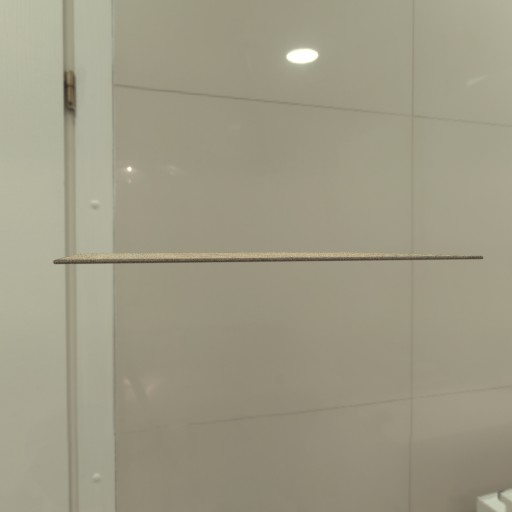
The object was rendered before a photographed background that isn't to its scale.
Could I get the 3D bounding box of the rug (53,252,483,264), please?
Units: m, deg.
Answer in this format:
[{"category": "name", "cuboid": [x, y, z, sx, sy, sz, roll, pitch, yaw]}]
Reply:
[{"category": "rug", "cuboid": [0.000, 0.000, 2.355, 1.829, 0.016, 1.219, 0, 1, -18]}]
